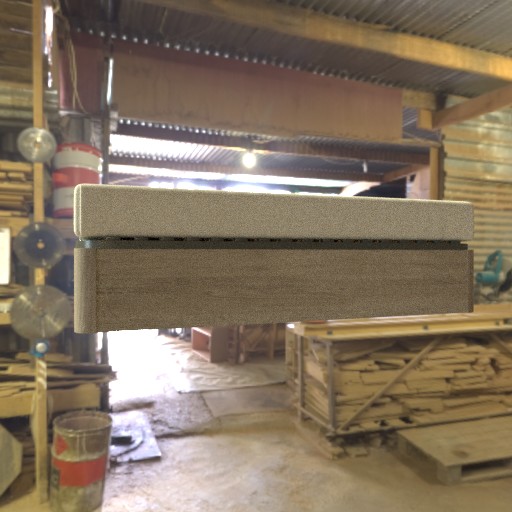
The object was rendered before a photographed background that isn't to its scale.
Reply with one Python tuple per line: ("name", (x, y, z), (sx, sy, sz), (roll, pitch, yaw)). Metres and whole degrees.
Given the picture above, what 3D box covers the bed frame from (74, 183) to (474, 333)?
("bed frame", (0.000, 0.000, 2.580), (1.900, 0.561, 1.400), (0, 0, -19))
